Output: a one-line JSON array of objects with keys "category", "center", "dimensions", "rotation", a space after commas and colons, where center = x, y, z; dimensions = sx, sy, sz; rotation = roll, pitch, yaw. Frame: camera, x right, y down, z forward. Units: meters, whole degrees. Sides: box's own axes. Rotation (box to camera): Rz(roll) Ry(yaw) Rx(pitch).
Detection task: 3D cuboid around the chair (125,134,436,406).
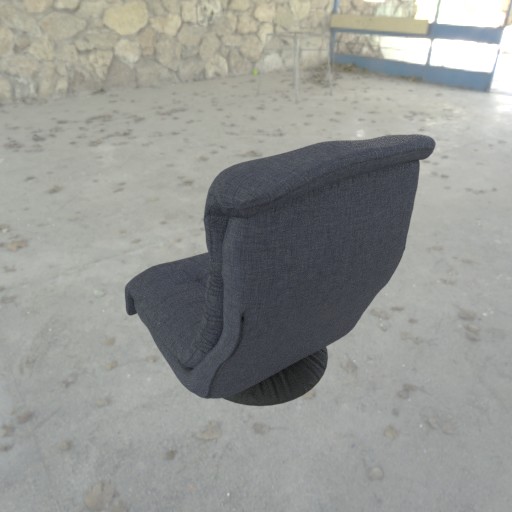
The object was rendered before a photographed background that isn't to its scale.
[{"category": "chair", "center": [0.000, 0.000, 1.227], "dimensions": [0.597, 0.749, 0.668], "rotation": [-20, 36, -30]}]
